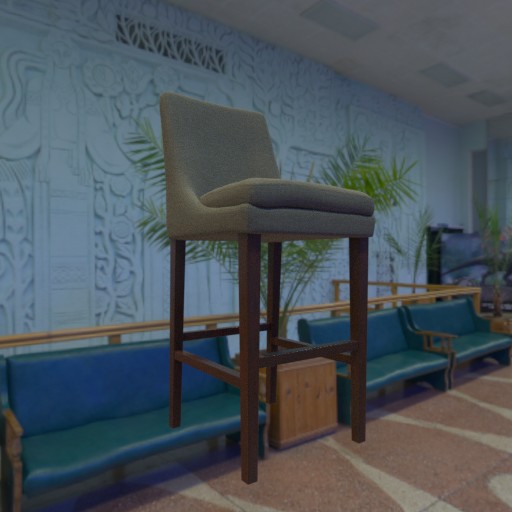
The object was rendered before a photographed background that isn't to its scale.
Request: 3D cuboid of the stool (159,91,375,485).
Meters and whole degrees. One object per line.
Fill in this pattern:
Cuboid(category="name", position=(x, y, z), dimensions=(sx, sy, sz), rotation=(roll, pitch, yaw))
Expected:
Cuboid(category="stool", position=(0.000, 0.000, 1.371), dimensions=(0.470, 1.078, 0.577), rotation=(0, 0, -36))
